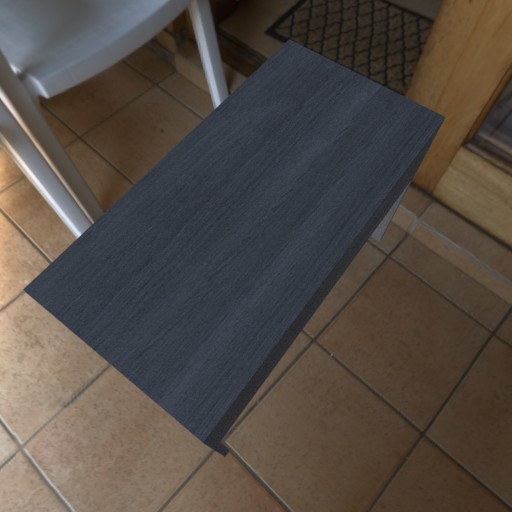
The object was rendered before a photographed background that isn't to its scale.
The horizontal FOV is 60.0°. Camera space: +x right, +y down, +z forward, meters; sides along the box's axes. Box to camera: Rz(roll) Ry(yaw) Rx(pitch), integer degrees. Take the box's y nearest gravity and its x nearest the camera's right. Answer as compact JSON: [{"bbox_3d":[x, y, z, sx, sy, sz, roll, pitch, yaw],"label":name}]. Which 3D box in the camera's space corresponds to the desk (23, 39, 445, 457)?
[{"bbox_3d":[0.000,0.000,1.498,0.557,0.729,1.099,34,68,16],"label":"desk"}]
